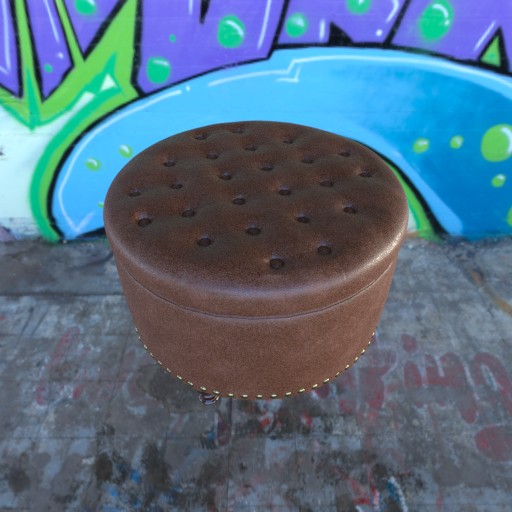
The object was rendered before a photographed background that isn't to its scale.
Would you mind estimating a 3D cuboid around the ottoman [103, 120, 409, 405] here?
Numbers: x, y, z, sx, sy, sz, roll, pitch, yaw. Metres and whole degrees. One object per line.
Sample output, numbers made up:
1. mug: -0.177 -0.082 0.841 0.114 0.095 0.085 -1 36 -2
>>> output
1. ottoman: 0.000 0.000 1.072 0.637 0.442 0.637 0 42 0
